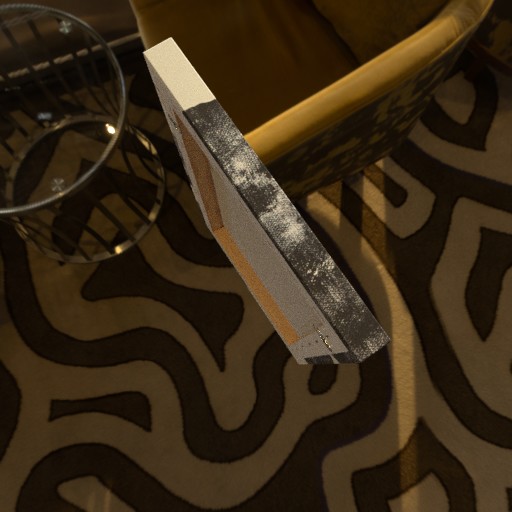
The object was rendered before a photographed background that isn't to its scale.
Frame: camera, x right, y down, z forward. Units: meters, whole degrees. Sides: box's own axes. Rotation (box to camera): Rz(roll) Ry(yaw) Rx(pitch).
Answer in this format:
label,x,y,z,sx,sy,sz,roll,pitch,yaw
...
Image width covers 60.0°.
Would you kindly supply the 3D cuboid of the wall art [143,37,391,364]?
label,x,y,z,sx,sy,sz,roll,pitch,yaw
wall art,0.000,0.000,0.755,0.039,0.610,0.407,-33,78,-8
